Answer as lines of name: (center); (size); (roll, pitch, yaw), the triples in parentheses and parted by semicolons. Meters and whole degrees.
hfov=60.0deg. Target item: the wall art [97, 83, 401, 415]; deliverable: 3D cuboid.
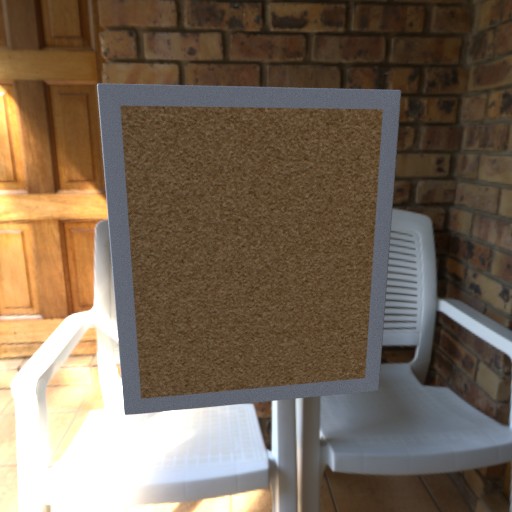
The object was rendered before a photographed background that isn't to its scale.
wall art: (0.000, 0.000, 0.535); (0.331, 0.381, 0.028); (-2, 14, -10)
